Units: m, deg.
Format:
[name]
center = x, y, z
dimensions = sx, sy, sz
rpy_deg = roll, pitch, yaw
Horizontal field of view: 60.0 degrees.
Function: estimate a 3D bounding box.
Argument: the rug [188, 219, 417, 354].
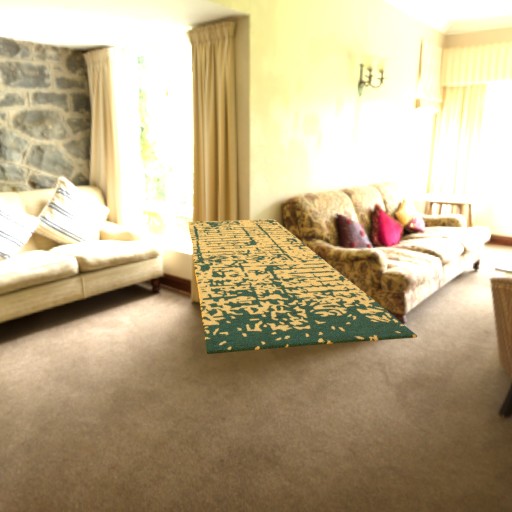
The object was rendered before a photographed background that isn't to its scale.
[rug]
center = 0.000, 0.000, 2.679
dimensions = 0.750, 0.011, 2.435
rpy_deg = -3, 15, -9
